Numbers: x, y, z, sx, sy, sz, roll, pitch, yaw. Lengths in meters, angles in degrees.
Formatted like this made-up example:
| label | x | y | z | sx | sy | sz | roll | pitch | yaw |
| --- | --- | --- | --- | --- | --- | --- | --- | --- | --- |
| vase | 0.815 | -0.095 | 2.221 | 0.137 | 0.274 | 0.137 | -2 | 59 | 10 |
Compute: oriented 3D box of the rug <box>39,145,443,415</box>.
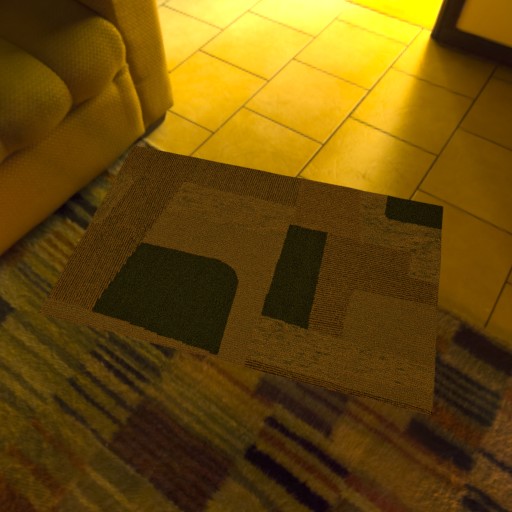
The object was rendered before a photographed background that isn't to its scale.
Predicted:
| label | x | y | z | sx | sy | sz | roll | pitch | yaw |
| --- | --- | --- | --- | --- | --- | --- | --- | --- | --- |
| rug | 0.000 | 0.000 | 3.016 | 2.436 | 0.015 | 1.521 | 13 | 59 | 8 |
